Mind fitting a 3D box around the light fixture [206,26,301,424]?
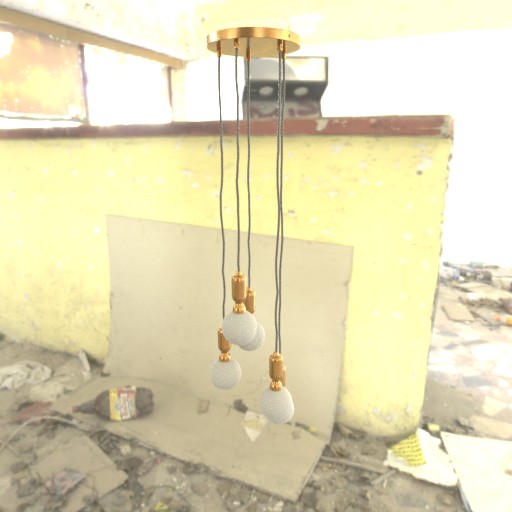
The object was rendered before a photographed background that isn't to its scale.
[{"bbox_3d":[0.000,0.000,0.506,0.105,0.457,0.108,13,19,43],"label":"light fixture"}]
